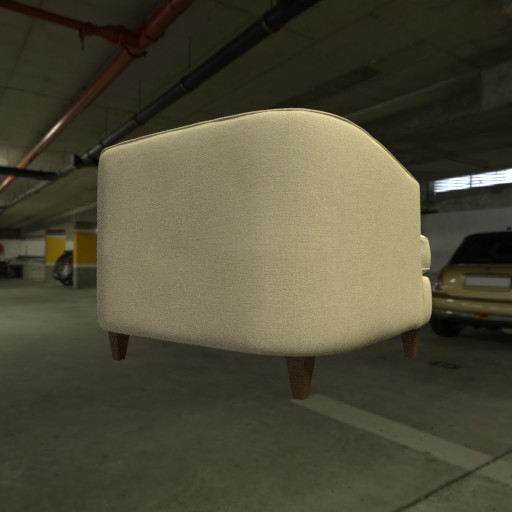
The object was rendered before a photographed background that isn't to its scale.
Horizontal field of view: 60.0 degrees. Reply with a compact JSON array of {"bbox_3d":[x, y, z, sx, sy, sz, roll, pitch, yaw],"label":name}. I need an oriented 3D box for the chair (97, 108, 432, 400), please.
[{"bbox_3d":[0.000,0.000,1.726,1.118,0.787,0.914,0,-1,36],"label":"chair"}]
